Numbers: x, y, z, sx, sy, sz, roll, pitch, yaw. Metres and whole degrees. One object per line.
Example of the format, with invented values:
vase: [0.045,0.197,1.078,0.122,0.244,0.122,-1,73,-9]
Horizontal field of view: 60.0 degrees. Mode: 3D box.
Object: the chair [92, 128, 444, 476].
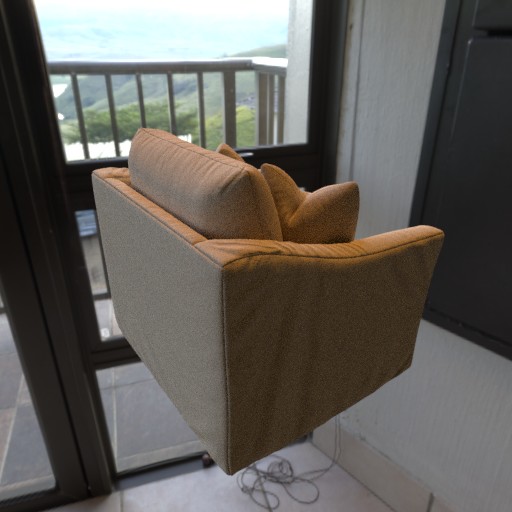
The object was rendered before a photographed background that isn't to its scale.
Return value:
chair: [0.000,0.000,2.031,1.071,1.093,1.194,-17,31,-31]
